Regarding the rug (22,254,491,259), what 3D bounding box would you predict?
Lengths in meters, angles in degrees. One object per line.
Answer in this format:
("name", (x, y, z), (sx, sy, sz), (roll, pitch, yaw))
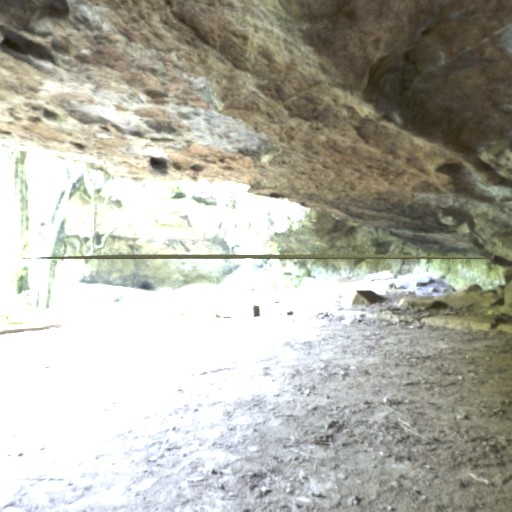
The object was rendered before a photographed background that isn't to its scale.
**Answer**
("rug", (0.000, 0.000, 4.098), (3.048, 0.012, 2.444), (0, 1, -1))
